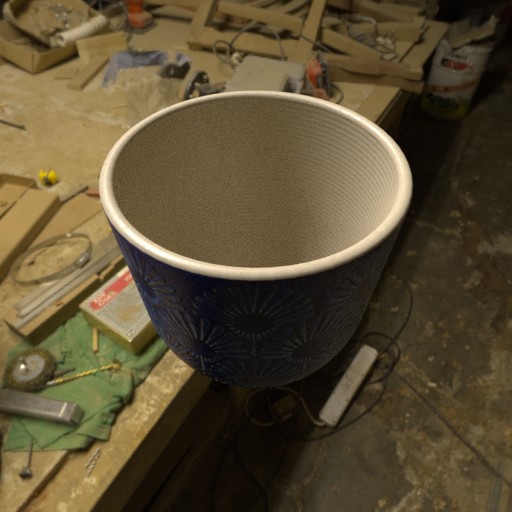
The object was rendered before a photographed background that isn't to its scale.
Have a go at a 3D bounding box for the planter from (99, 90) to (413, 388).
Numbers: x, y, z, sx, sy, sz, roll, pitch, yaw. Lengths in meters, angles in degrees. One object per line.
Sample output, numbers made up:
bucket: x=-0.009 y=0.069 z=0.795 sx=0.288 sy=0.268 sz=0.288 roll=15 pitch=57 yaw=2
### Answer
planter: x=0.000 y=0.000 z=0.300 sx=0.170 sy=0.153 sz=0.170 roll=0 pitch=47 yaw=0
